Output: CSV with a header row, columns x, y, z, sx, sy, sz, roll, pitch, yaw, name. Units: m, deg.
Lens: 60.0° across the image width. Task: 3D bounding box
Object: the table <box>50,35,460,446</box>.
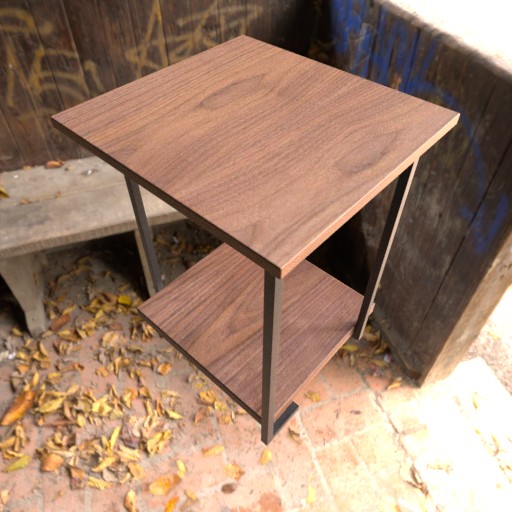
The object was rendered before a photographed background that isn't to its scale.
x,y,z,sx,sy,sz,roll,pitch,yaw,name
0.000,0.000,0.813,0.411,0.567,0.384,34,55,27,table
